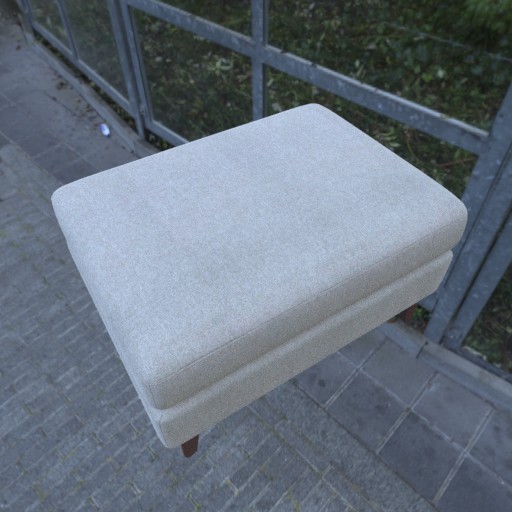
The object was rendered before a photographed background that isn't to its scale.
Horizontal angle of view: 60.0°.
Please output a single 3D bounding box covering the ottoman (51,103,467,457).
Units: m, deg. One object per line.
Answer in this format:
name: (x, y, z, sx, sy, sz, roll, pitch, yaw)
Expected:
ottoman: (0.000, 0.000, 1.174, 0.823, 0.478, 0.610, -25, 52, -21)
